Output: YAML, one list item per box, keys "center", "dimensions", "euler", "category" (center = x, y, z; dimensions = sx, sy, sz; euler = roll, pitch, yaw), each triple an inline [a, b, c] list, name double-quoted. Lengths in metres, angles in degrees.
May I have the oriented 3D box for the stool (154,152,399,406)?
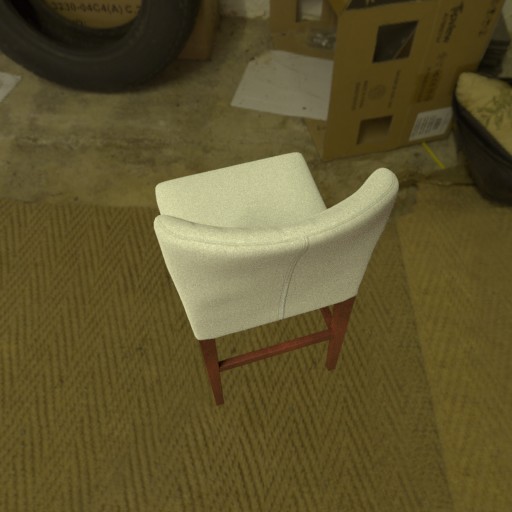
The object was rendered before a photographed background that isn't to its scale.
- center: [0.000, 0.000, 1.286]
  dimensions: [0.479, 0.968, 0.568]
  euler: [-15, 59, -9]
  category: "stool"
